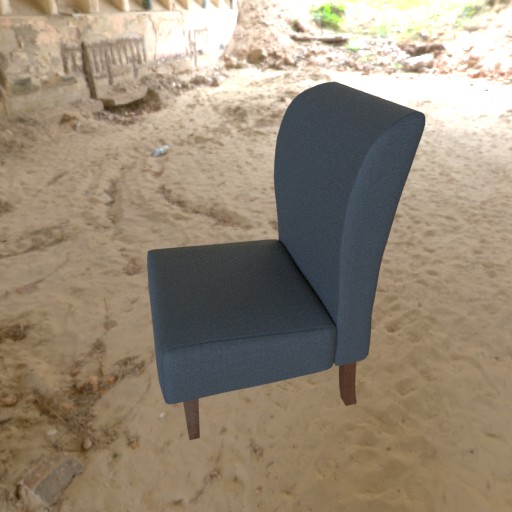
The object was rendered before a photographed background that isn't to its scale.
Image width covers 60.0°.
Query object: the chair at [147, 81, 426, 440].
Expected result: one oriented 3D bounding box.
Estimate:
[{"bbox_3d":[0.000,0.000,1.188,0.592,0.804,0.513,-8,31,-14],"label":"chair"}]
